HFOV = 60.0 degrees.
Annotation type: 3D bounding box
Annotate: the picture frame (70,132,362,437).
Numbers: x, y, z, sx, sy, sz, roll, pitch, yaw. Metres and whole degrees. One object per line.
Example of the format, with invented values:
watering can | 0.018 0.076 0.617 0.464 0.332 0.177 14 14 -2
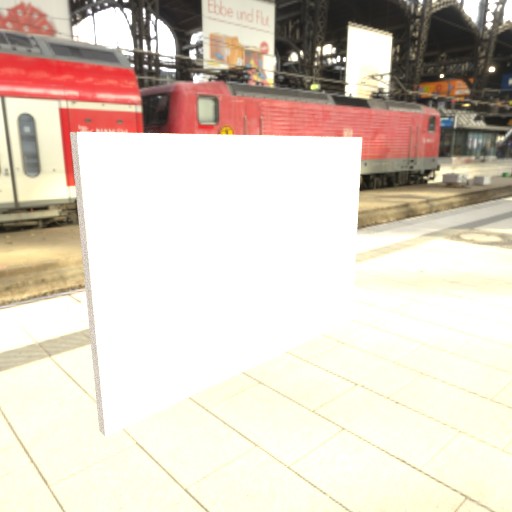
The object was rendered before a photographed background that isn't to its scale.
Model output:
picture frame | 0.000 0.000 1.222 0.950 0.640 0.029 -13 19 -43
